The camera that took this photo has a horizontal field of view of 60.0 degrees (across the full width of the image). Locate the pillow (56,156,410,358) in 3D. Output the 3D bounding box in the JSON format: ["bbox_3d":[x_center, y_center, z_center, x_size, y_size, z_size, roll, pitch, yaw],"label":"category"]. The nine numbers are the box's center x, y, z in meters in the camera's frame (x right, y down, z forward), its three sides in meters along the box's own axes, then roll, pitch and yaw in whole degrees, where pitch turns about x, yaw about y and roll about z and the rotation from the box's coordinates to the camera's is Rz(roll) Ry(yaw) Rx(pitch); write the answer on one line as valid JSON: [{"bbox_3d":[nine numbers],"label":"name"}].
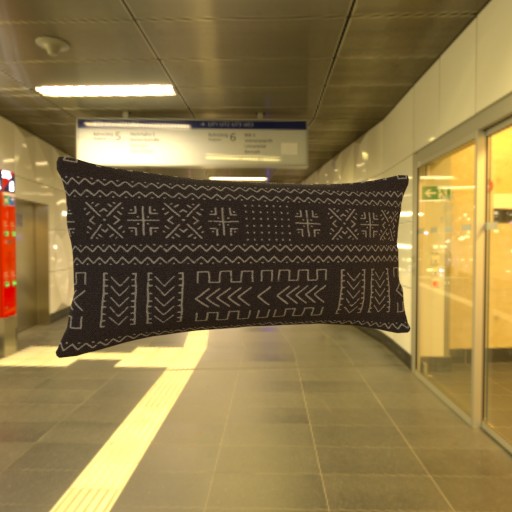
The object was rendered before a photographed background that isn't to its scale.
[{"bbox_3d":[0.000,0.000,0.798,0.667,0.322,0.135,0,2,-18],"label":"pillow"}]
